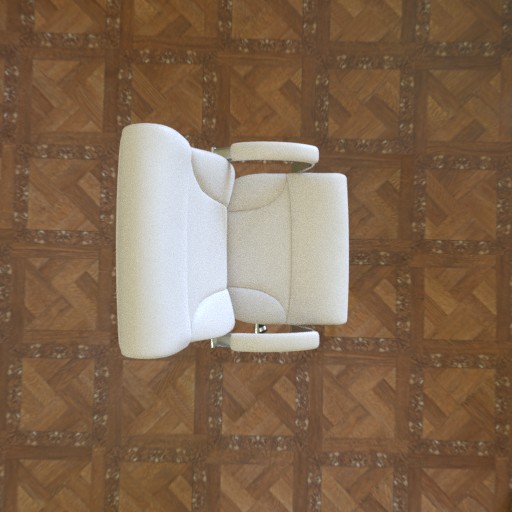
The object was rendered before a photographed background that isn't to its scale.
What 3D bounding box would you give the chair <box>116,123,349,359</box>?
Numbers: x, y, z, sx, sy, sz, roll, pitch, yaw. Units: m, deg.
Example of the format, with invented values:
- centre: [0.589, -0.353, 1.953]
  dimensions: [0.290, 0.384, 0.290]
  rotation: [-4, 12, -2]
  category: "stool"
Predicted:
- centre: [0.000, 0.000, 1.578]
  dimensions: [0.745, 1.099, 0.727]
  rotation: [0, 89, 0]
  category: "chair"
